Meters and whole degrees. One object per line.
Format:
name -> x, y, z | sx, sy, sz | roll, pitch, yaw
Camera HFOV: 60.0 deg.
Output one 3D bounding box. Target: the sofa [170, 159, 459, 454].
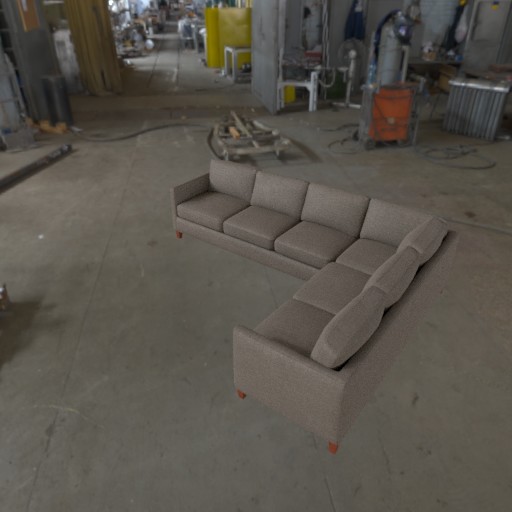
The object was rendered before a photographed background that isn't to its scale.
sofa -> 0.000, 0.000, 4.578 | 3.302, 0.947, 2.593 | 21, 37, 31
